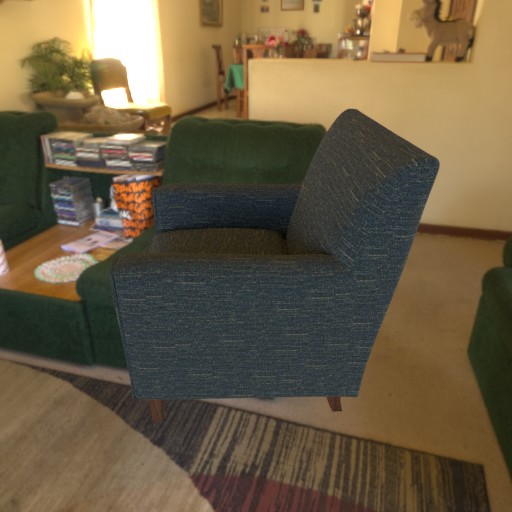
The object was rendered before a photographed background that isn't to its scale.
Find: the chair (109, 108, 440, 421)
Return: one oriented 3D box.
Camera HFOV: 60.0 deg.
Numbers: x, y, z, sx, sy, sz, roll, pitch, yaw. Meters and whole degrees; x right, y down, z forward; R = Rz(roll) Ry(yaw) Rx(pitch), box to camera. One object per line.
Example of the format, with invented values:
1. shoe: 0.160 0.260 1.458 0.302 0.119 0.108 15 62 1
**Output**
1. chair: 0.000 0.000 1.641 0.873 0.928 0.864 -1 26 -2
